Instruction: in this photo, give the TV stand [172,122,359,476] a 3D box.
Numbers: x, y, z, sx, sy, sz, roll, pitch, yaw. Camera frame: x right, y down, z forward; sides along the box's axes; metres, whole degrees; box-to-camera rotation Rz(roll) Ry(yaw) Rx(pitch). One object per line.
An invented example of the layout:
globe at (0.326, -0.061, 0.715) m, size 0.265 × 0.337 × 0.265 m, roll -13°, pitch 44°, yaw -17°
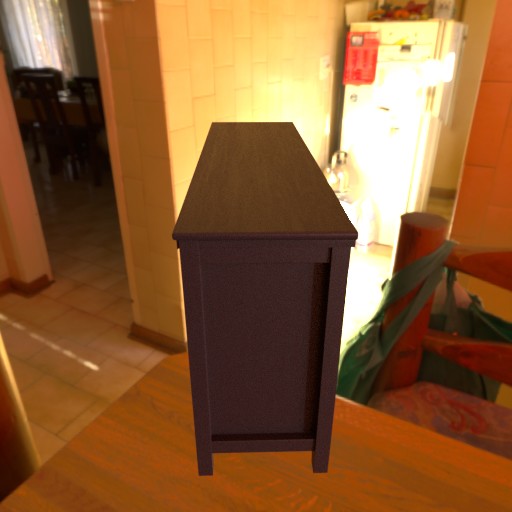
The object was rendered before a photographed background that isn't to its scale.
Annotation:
TV stand at (0.000, 0.000, 1.499) m, size 0.347 × 0.681 × 1.198 m, roll -1°, pitch 26°, yaw -1°
